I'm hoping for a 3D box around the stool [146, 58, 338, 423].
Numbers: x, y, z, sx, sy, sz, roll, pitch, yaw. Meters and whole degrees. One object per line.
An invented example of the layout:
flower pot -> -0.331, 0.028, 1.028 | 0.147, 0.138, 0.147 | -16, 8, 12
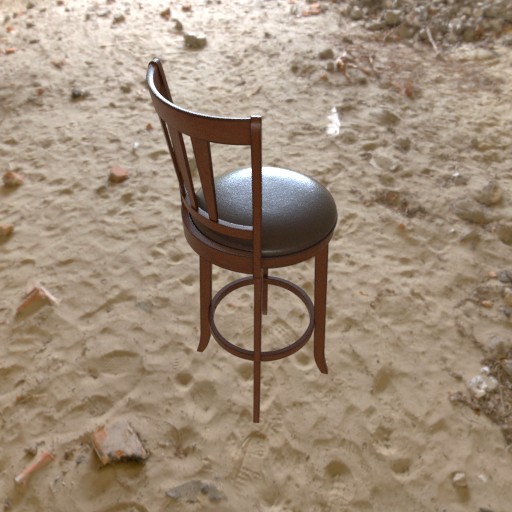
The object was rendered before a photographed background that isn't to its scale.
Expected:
stool -> 0.000, 0.000, 1.445 | 0.503, 1.177, 0.464 | -26, 47, -27
